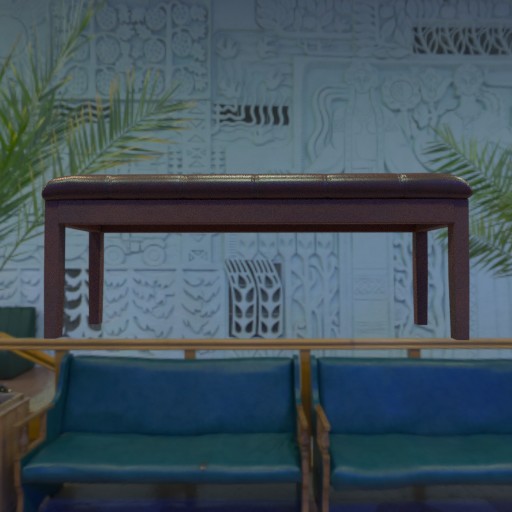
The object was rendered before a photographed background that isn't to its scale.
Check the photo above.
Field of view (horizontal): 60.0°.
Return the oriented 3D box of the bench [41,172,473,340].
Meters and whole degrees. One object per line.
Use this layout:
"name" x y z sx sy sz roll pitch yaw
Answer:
"bench" 0.000 0.000 1.465 1.259 0.491 0.401 0 -1 1
